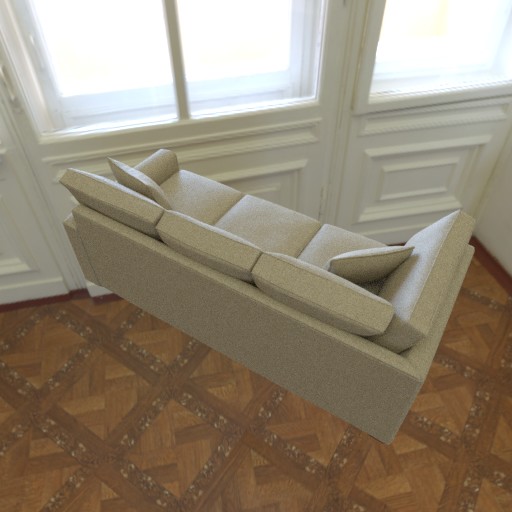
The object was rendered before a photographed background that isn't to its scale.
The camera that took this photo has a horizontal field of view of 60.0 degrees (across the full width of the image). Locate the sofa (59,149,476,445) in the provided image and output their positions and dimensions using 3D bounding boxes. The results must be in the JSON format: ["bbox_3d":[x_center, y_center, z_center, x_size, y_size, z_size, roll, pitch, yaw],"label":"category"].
[{"bbox_3d":[0.000,0.000,2.830,2.323,0.948,1.053,24,50,22],"label":"sofa"}]
